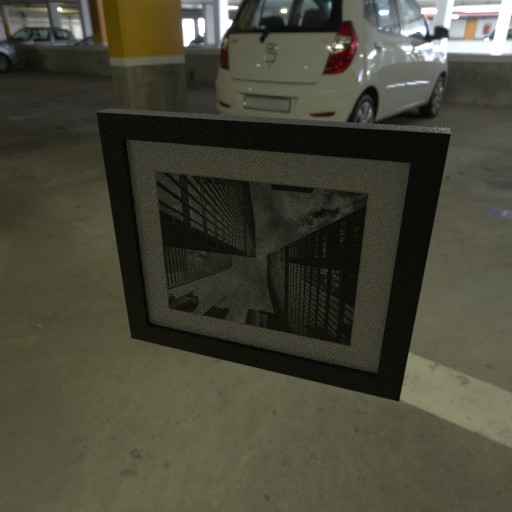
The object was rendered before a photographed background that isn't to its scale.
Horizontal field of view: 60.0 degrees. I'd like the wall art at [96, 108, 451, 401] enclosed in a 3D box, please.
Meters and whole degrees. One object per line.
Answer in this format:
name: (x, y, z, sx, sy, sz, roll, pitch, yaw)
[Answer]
wall art: (0.000, 0.000, 0.537, 0.381, 0.321, 0.028, 9, 28, 17)
